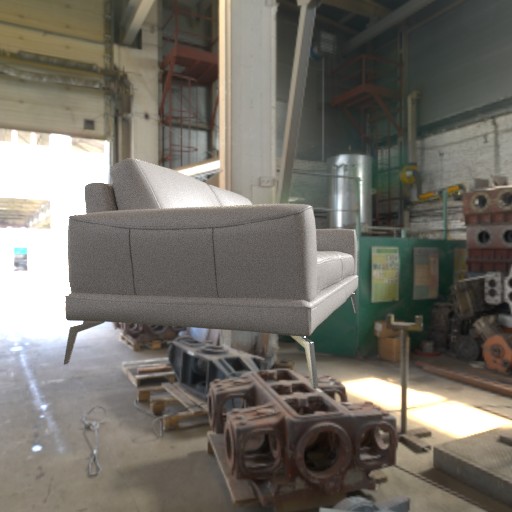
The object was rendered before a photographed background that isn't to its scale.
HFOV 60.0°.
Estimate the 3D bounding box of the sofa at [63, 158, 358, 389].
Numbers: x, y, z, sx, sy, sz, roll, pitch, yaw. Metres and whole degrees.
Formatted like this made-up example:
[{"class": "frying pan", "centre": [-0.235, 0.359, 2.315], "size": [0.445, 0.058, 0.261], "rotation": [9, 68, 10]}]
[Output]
[{"class": "sofa", "centre": [0.000, 0.000, 2.746], "size": [1.121, 0.930, 2.177], "rotation": [0, 1, 17]}]
